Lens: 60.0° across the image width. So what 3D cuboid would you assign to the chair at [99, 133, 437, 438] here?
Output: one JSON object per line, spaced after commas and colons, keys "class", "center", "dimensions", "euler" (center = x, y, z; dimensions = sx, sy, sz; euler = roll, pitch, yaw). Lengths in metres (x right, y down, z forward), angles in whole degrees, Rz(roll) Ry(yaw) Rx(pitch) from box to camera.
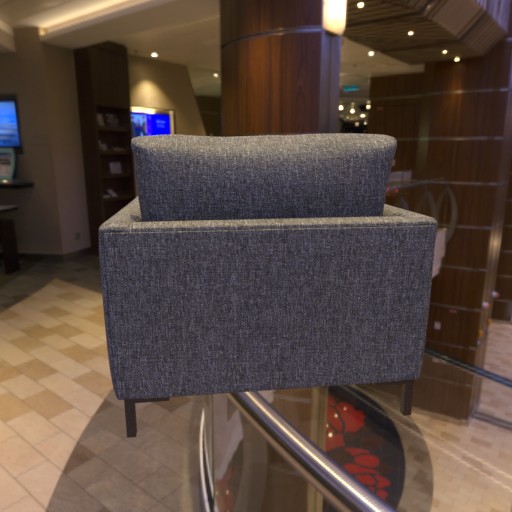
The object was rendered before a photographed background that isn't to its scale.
{"class": "chair", "center": [0.000, 0.000, 1.647], "dimensions": [0.963, 0.861, 0.866], "euler": [-2, 13, -7]}
